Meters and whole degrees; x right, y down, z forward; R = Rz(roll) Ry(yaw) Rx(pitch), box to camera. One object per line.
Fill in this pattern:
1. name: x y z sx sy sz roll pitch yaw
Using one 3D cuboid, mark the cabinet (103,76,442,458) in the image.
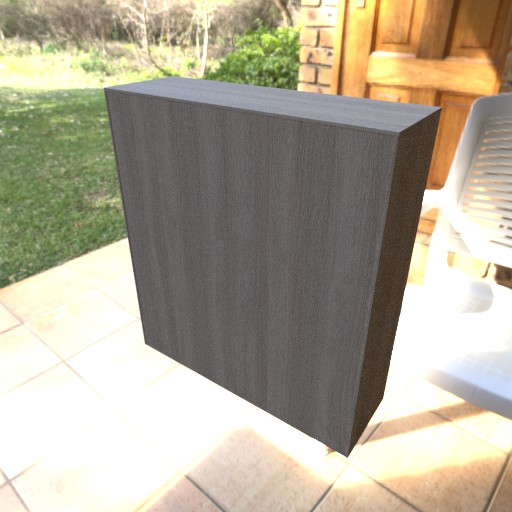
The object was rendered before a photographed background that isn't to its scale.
1. cabinet: 0.000 0.000 2.993 1.870 2.060 0.620 19 35 30
